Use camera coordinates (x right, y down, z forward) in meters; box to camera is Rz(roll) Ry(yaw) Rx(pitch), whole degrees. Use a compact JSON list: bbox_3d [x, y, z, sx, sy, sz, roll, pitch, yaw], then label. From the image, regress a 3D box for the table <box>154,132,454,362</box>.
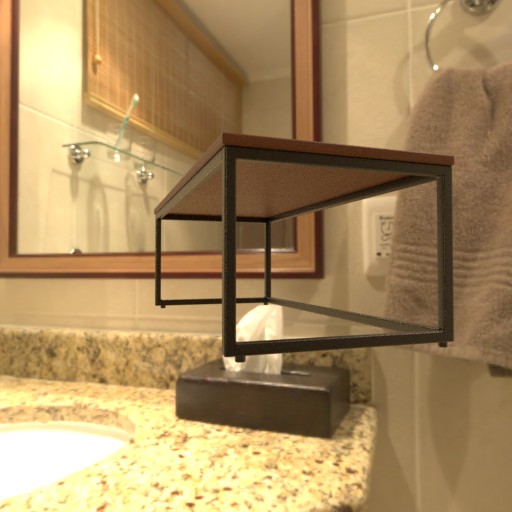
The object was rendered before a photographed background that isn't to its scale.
[{"bbox_3d":[0.000,0.000,1.360,0.500,0.400,1.100,0,-1,-19],"label":"table"}]
